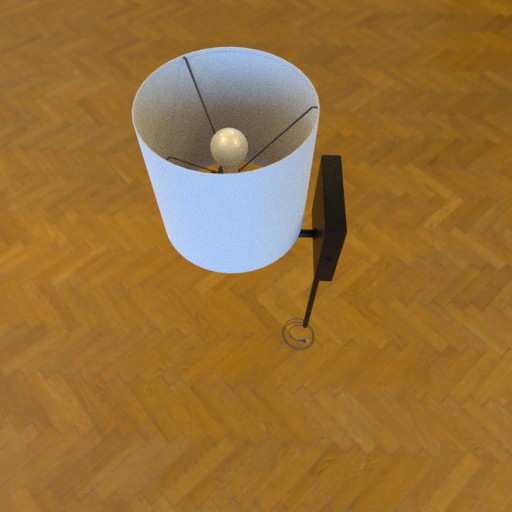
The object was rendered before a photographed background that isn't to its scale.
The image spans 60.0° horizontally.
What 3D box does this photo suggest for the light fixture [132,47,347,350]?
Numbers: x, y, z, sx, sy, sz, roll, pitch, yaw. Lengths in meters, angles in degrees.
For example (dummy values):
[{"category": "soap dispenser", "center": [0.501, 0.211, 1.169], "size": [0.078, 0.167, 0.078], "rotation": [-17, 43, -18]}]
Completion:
[{"category": "light fixture", "center": [0.000, 0.000, 0.697], "size": [0.248, 0.589, 0.188], "rotation": [2, 59, 1]}]
